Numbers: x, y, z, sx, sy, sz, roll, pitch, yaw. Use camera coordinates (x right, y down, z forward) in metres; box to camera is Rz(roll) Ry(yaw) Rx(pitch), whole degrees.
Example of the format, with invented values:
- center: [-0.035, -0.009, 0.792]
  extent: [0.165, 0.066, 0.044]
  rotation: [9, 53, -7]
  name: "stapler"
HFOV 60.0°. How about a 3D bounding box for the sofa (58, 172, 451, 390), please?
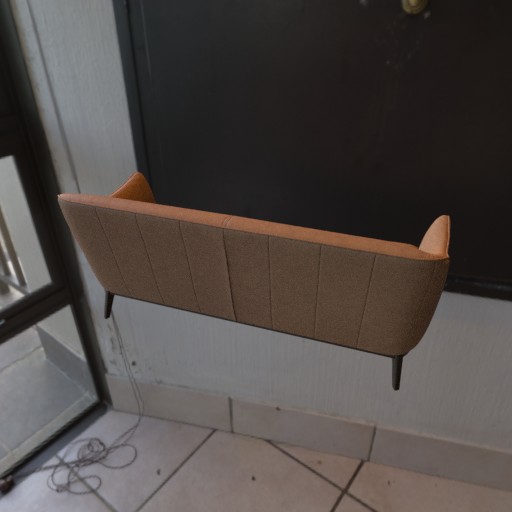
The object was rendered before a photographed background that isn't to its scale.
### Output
- center: [0.000, 0.000, 2.407]
  extent: [1.928, 0.830, 0.869]
  rotation: [10, 34, 16]
  name: "sofa"
